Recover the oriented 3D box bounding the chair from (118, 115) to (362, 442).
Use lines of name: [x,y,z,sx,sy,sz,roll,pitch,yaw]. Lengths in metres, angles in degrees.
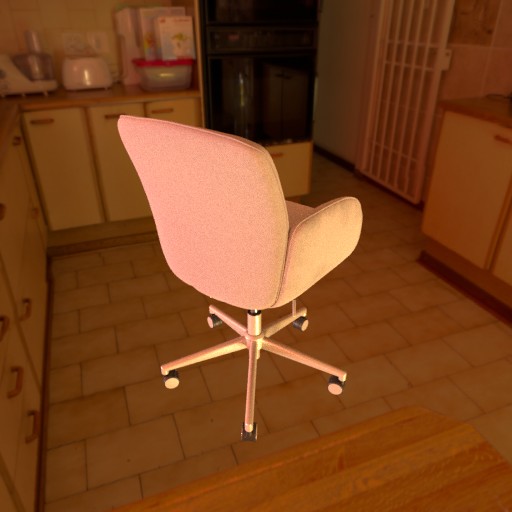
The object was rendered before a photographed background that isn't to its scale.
chair: [0.000,0.000,1.431,0.648,0.959,0.654,21,36,33]
